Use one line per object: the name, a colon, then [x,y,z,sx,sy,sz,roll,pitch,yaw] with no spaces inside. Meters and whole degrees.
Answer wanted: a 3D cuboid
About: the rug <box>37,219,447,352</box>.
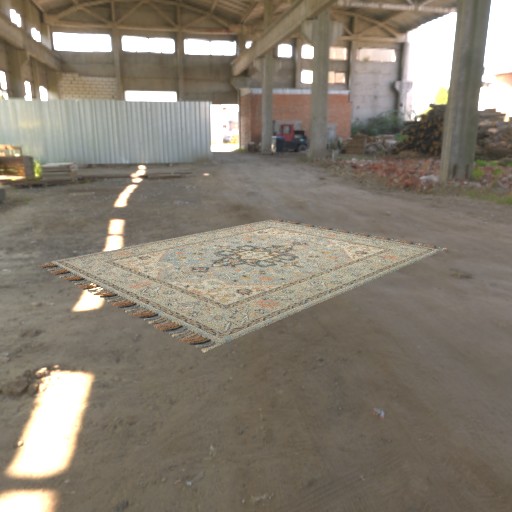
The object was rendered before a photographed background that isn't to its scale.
rug: [0.000,0.000,2.296,1.278,0.009,1.730,14,21,43]
